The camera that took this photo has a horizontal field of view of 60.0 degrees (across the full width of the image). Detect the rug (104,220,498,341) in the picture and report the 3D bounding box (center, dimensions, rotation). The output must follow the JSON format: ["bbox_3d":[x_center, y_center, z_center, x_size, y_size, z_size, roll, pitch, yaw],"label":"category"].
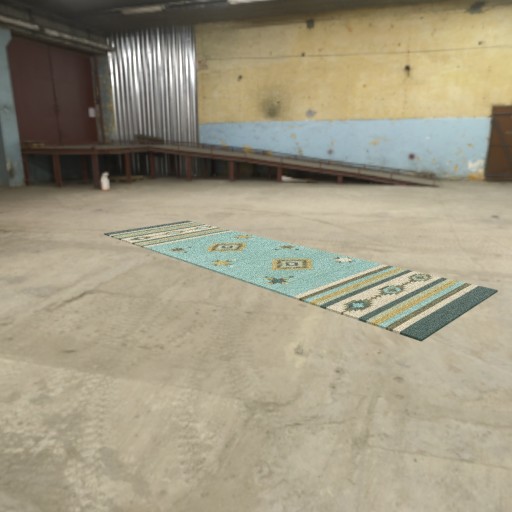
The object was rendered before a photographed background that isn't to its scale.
[{"bbox_3d":[0.000,0.000,2.643,0.744,0.010,2.441,-14,20,-42],"label":"rug"}]
